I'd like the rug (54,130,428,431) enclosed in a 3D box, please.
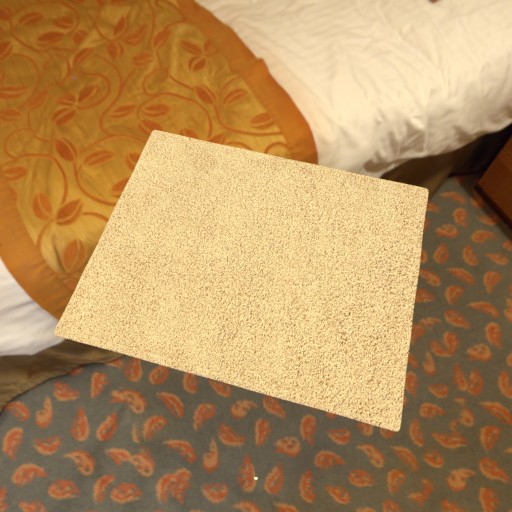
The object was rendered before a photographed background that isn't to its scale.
[{"bbox_3d":[0.000,0.000,4.249,3.047,0.029,2.438,14,64,7],"label":"rug"}]
